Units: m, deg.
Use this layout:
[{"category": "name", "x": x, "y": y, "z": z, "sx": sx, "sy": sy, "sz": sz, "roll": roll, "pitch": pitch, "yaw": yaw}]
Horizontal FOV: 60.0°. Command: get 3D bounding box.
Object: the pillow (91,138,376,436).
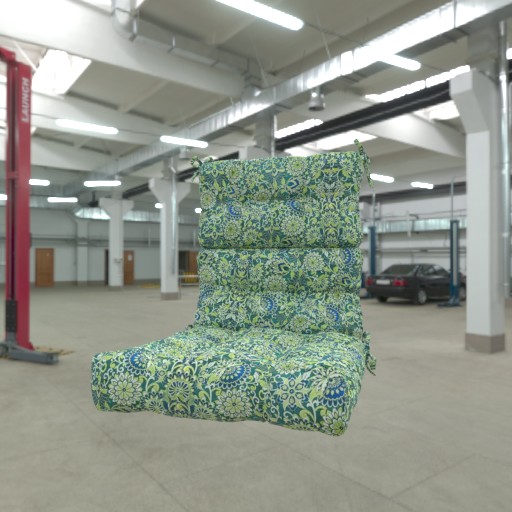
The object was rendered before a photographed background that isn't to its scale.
[{"category": "pillow", "x": 0.000, "y": 0.000, "z": 1.009, "sx": 0.519, "sy": 0.605, "sz": 0.571, "roll": 0, "pitch": -1, "yaw": 18}]
